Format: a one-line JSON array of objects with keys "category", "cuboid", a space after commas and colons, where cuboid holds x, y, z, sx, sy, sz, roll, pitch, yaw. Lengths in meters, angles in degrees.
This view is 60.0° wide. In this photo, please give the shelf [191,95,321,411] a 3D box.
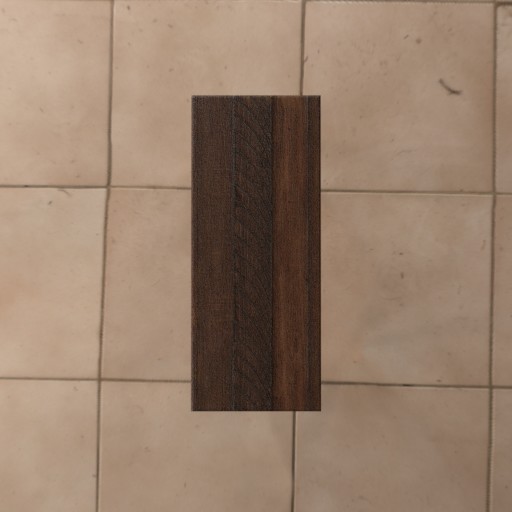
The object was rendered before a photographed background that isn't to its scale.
[{"category": "shelf", "cuboid": [0.000, 0.000, 2.155, 0.359, 1.860, 0.874, 0, 89, 0]}]
